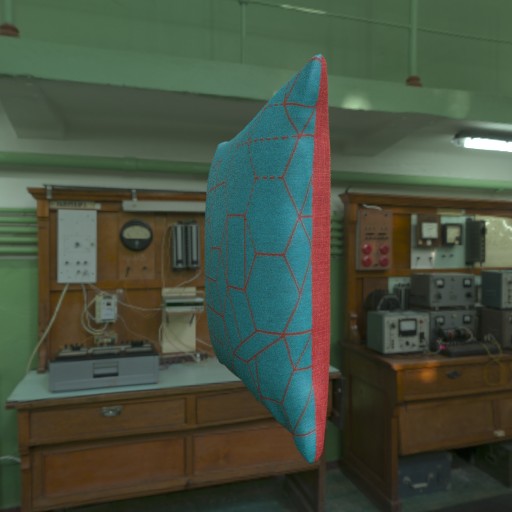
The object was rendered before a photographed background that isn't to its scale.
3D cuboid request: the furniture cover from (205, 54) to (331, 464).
[{"bbox_3d":[0.000,0.000,0.789,0.158,0.508,0.517,0,1,-18],"label":"furniture cover"}]
